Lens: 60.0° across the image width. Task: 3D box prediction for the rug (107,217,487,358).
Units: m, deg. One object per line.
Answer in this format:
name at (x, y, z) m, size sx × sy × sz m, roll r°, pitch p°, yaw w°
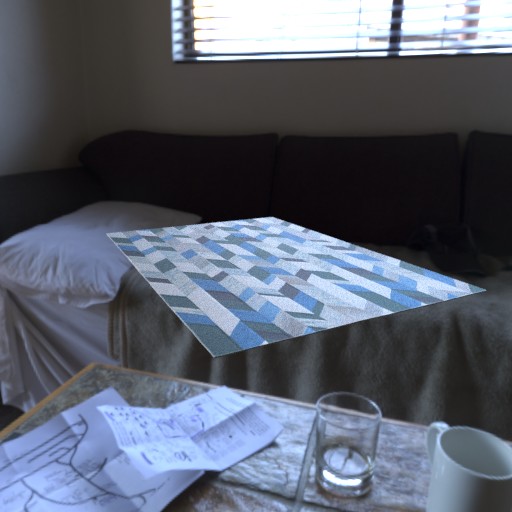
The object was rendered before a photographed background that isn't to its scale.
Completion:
rug at (0.000, 0.000, 2.341) m, size 1.229 × 0.005 × 1.827 m, roll -8°, pitch 18°, yaw -26°
